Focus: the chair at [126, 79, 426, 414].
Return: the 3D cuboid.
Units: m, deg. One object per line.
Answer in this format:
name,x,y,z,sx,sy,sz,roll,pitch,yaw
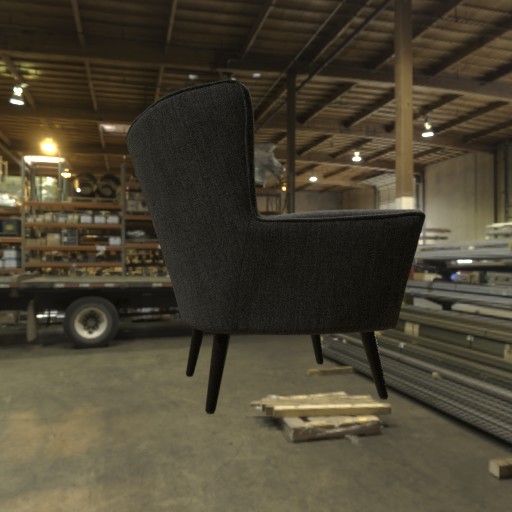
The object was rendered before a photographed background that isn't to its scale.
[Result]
chair,0.000,0.000,1.578,0.888,0.933,0.781,0,0,-17
